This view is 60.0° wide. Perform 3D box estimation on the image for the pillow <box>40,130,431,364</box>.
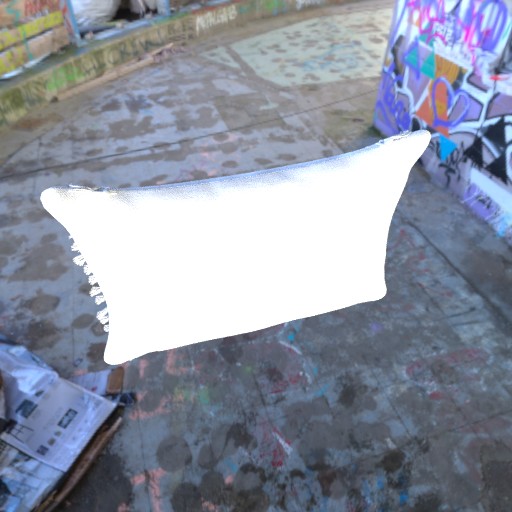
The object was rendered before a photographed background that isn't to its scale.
[{"bbox_3d":[0.000,0.000,0.603,0.466,0.305,0.084,-12,43,-13],"label":"pillow"}]
